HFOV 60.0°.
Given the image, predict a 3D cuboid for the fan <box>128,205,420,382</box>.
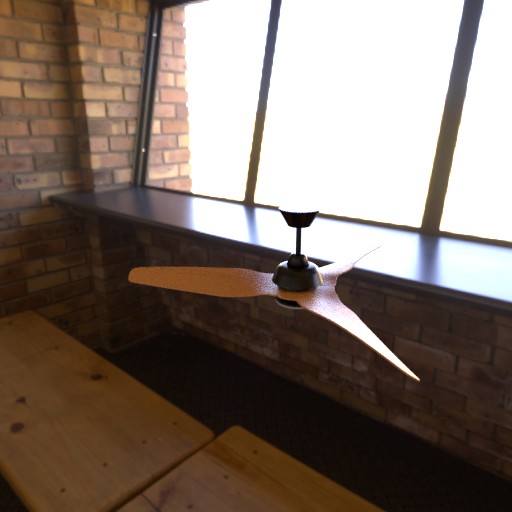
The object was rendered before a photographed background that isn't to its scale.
[{"bbox_3d":[0.000,0.000,1.604,1.010,0.355,1.142,3,17,9],"label":"fan"}]
